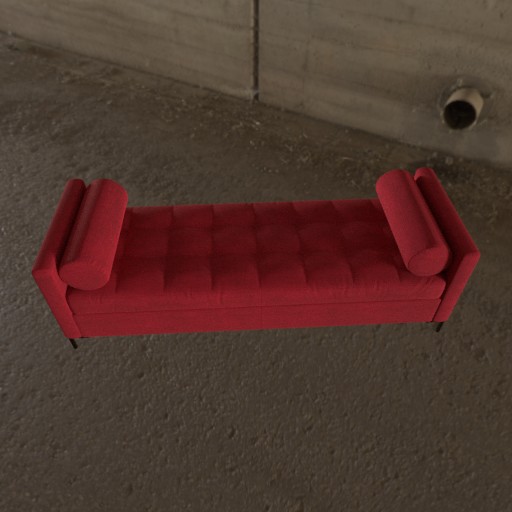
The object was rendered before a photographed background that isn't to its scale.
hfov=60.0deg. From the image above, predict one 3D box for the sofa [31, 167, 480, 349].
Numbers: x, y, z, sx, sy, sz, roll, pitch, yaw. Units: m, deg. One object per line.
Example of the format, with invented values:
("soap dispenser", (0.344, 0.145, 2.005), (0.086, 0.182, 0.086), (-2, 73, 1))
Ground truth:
("sofa", (0.000, 0.000, 2.385), (1.981, 0.635, 0.686), (-2, 46, -2))
